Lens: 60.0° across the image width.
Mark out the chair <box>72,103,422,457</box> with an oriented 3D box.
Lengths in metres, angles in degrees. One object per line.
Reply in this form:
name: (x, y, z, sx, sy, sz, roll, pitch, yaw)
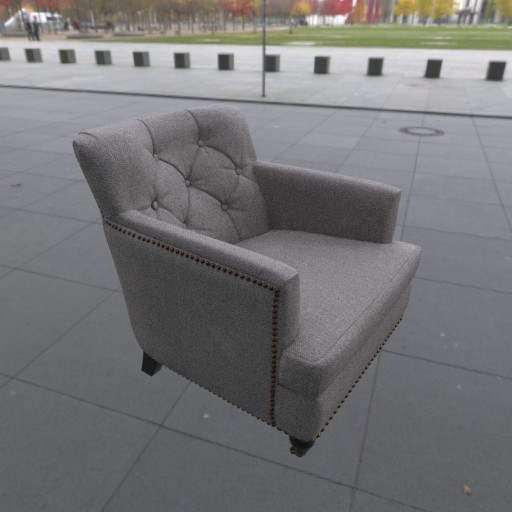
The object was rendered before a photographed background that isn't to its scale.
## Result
chair: (0.000, 0.000, 1.457, 0.902, 0.823, 0.737, 18, 33, 31)
